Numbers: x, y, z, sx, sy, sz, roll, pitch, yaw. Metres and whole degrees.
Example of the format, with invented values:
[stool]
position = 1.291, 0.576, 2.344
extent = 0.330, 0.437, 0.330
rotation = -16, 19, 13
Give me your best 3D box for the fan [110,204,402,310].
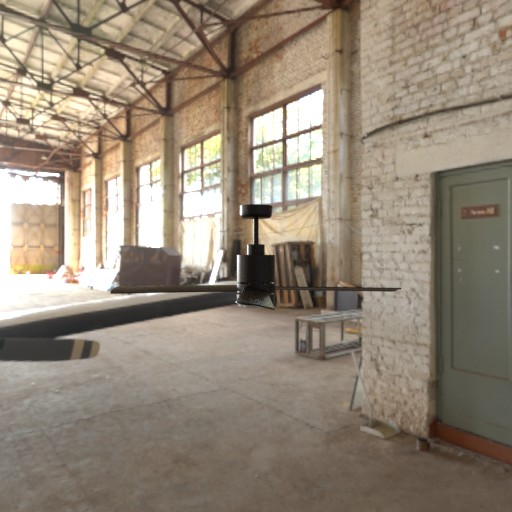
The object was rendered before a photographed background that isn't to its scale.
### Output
[fan]
position = 0.000, 0.000, 2.369
extent = 1.525, 0.534, 1.525
rotation = 0, 0, 1
